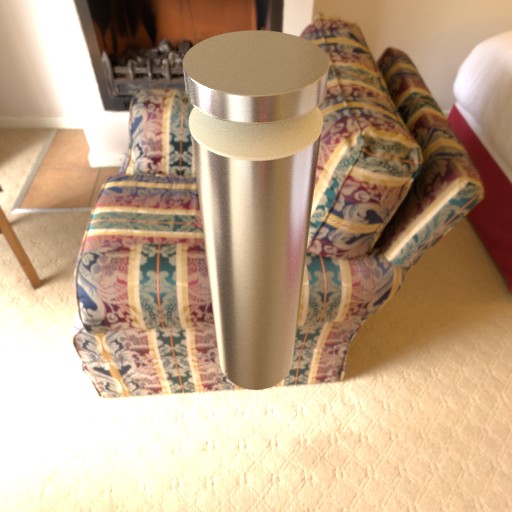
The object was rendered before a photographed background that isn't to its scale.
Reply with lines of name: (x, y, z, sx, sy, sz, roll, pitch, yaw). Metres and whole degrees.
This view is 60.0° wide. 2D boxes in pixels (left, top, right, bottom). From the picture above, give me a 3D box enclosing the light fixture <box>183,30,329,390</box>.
light fixture: (0.000, 0.000, 0.451, 0.102, 0.400, 0.102, -32, 55, -26)
